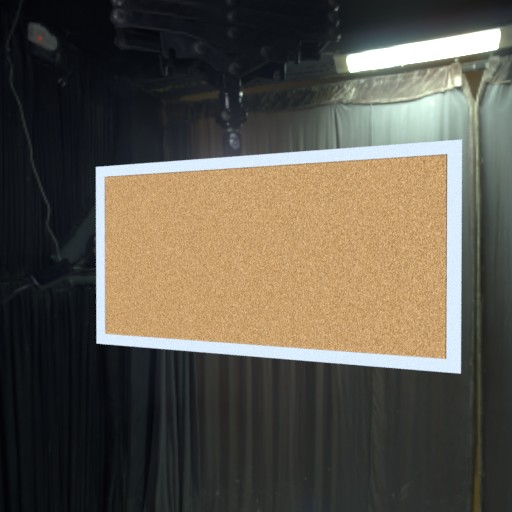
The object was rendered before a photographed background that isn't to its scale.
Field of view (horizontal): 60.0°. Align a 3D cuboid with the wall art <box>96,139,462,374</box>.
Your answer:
[{"bbox_3d":[0.000,0.000,0.965,0.812,0.431,0.038,0,1,19],"label":"wall art"}]
